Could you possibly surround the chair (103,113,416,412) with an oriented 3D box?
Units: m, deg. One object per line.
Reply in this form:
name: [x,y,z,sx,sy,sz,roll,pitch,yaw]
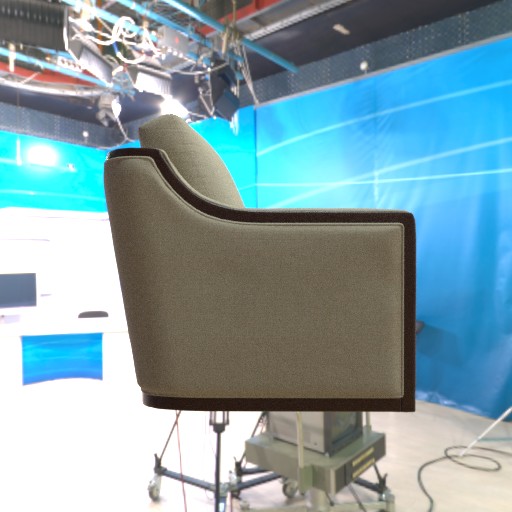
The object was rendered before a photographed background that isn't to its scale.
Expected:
chair: [0.000,0.000,1.697,0.950,0.930,0.870,0,0,0]
